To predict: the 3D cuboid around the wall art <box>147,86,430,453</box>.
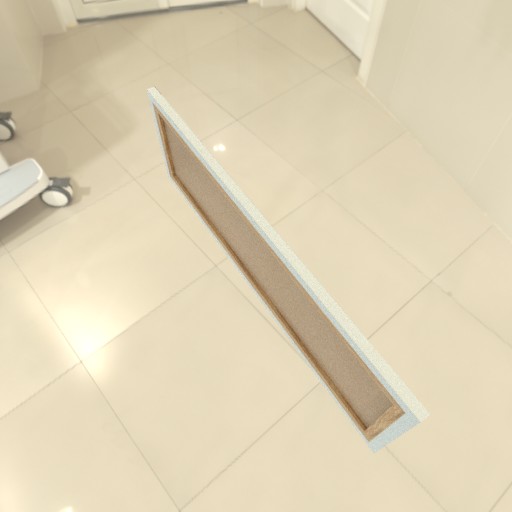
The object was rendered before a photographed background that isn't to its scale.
[{"bbox_3d":[0.000,0.000,1.650,0.039,0.507,1.520,-29,63,-17],"label":"wall art"}]
